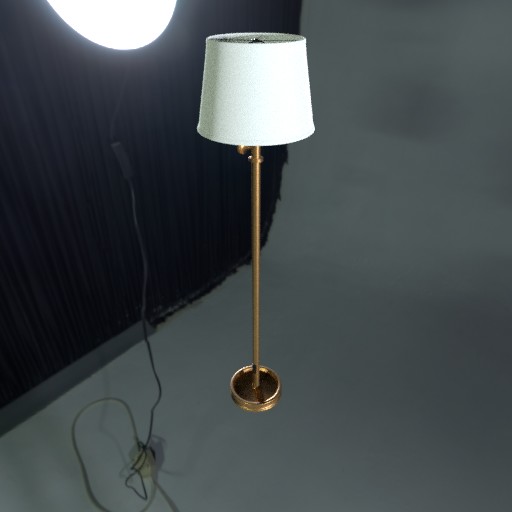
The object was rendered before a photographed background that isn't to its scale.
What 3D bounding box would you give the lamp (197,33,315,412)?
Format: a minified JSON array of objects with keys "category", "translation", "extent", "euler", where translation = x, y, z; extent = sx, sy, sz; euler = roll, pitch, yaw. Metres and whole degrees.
[{"category":"lamp","translation":[0.000,0.000,0.800],"extent":[0.178,0.710,0.178],"euler":[0,32,0]}]
